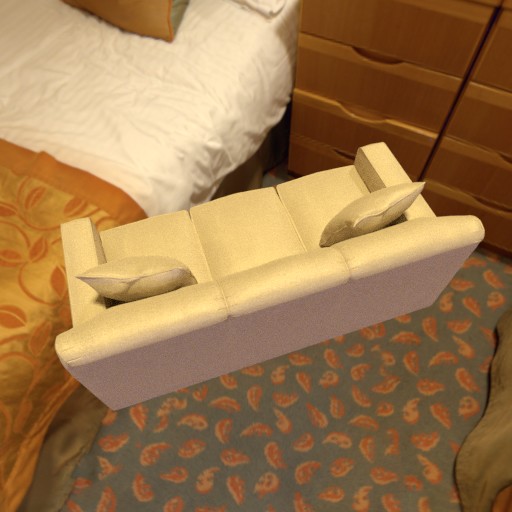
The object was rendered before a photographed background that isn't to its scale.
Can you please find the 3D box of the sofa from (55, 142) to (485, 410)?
[{"bbox_3d":[0.000,0.000,2.537,2.024,0.958,0.997,-16,59,-10],"label":"sofa"}]
